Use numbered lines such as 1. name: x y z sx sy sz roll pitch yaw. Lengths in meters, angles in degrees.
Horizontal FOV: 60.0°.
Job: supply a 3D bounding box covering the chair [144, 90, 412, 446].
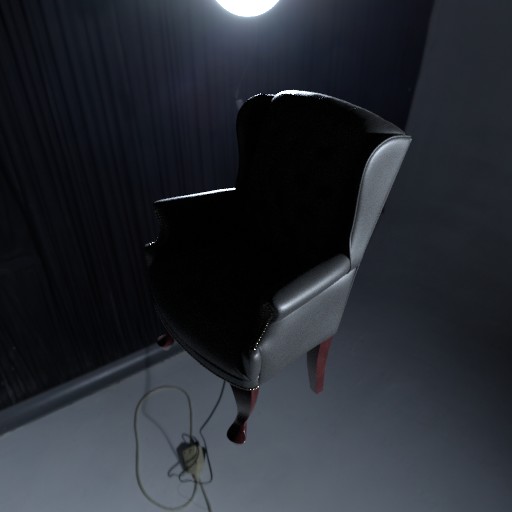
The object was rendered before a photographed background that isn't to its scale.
1. chair: 0.000 0.000 1.704 0.762 1.111 0.838 -21 38 -29
